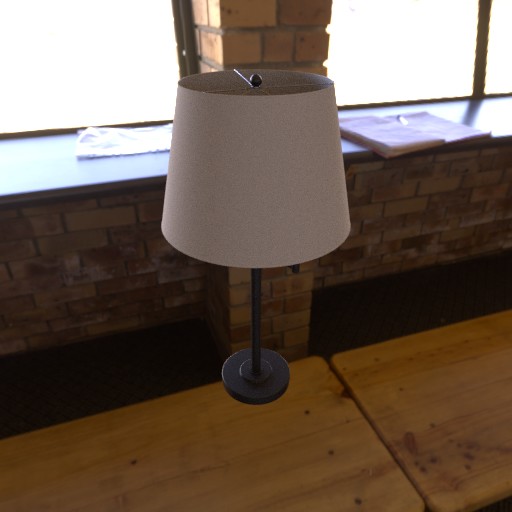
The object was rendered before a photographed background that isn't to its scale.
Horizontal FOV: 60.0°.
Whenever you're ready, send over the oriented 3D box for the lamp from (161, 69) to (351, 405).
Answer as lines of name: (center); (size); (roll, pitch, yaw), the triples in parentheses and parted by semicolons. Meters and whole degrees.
lamp: (0.000, 0.000, 0.908); (0.363, 0.696, 0.363); (0, 30, 0)
